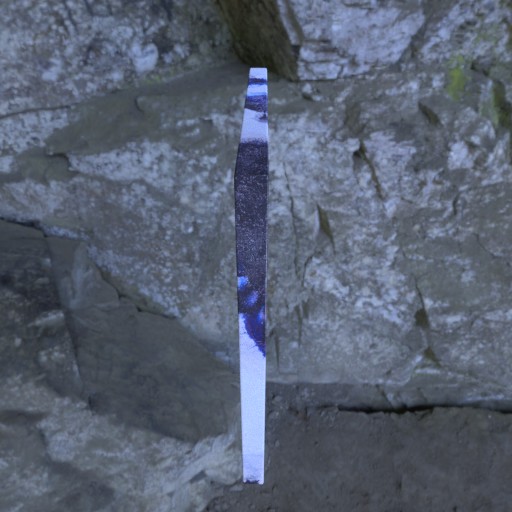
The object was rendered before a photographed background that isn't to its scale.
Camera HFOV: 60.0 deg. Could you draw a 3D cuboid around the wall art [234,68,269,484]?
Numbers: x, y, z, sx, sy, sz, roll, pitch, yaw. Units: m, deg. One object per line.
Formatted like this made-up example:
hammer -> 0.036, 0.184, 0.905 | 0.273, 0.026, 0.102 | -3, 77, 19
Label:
wall art -> 0.000, 0.000, 0.904 | 0.039, 0.609, 0.609 | 1, 33, 1
